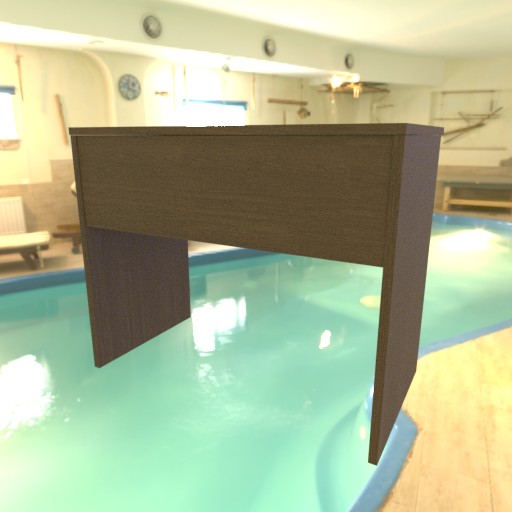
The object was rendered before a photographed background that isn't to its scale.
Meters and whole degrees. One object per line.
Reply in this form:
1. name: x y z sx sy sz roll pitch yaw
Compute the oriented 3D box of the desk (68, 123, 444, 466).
1. desk: 0.000 0.000 1.300 0.893 0.724 0.498 8 17 28
